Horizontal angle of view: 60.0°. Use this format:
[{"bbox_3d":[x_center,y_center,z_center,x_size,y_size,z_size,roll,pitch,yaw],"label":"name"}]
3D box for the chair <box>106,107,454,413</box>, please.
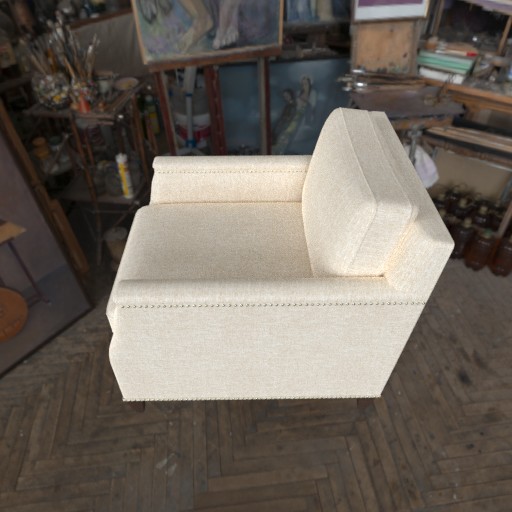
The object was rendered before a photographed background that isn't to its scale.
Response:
[{"bbox_3d":[0.000,0.000,1.740,1.041,0.940,0.838,-1,42,-1],"label":"chair"}]
